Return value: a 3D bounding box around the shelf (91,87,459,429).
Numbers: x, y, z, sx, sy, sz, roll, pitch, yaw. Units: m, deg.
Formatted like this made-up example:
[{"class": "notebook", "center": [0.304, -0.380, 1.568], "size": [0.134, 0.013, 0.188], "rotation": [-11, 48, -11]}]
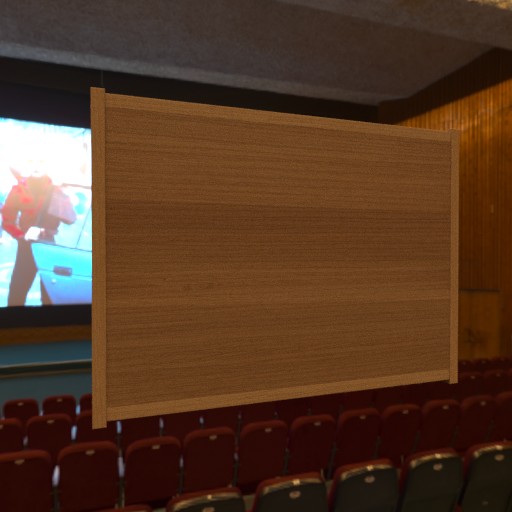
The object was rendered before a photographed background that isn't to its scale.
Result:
[{"class": "shelf", "center": [0.000, 0.000, 0.601], "size": [0.415, 0.305, 0.290], "rotation": [0, 1, -20]}]
